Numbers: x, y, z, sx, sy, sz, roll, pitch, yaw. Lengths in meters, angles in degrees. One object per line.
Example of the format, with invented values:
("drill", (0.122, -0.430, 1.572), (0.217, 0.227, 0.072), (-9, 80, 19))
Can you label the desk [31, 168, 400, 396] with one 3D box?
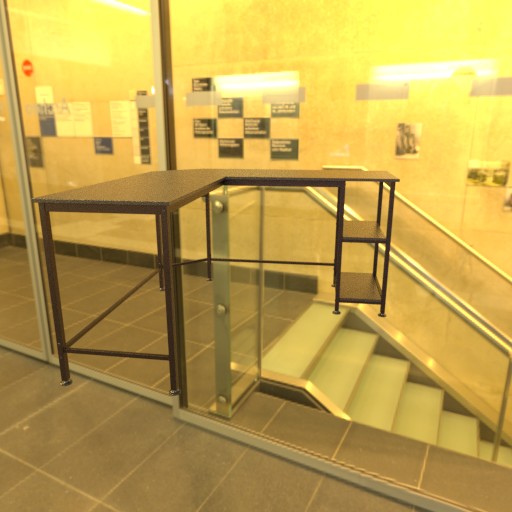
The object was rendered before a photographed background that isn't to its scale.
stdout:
("desk", (0.000, 0.000, 2.203), (1.379, 0.739, 1.379), (2, 16, 8))
